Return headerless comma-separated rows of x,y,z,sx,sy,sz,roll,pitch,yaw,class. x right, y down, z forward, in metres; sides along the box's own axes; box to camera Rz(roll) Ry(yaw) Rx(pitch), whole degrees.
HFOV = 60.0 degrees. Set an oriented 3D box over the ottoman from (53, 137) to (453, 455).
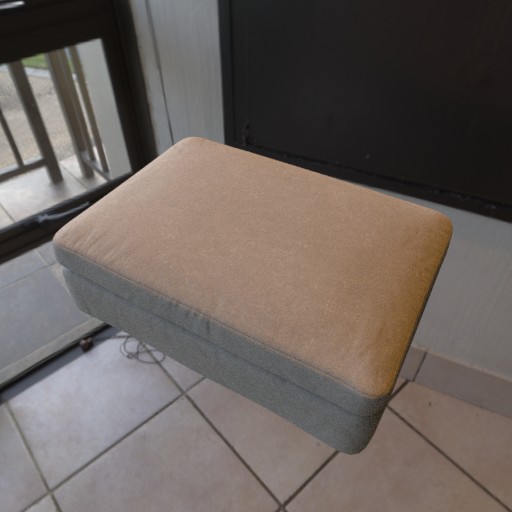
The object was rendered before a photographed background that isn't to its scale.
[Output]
0.000,0.000,1.618,1.199,0.429,0.840,22,48,21,ottoman
